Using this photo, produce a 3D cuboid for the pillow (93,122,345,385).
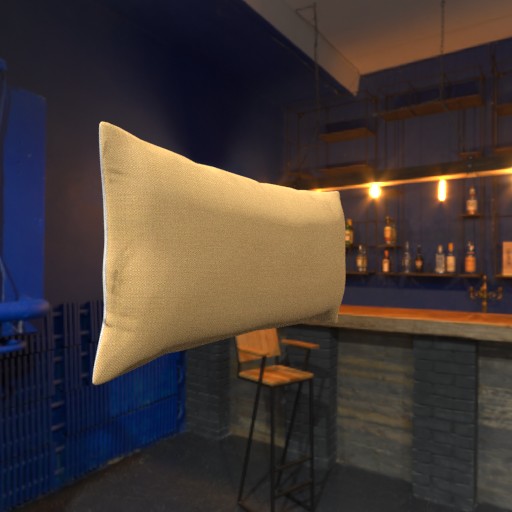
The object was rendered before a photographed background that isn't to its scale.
[{"bbox_3d":[0.000,0.000,0.734,0.151,0.291,0.608,-1,-1,36],"label":"pillow"}]
